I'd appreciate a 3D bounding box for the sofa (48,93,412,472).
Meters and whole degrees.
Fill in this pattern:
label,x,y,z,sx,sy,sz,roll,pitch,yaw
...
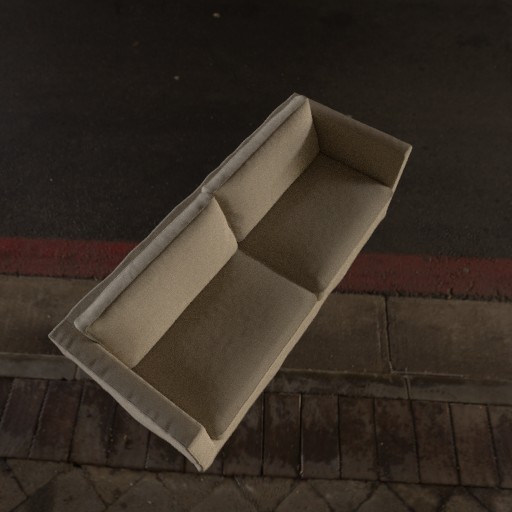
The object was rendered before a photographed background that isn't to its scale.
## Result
label,x,y,z,sx,sy,sz,roll,pitch,yaw
sofa,0.000,0.000,2.771,0.956,0.847,2.296,31,63,18
